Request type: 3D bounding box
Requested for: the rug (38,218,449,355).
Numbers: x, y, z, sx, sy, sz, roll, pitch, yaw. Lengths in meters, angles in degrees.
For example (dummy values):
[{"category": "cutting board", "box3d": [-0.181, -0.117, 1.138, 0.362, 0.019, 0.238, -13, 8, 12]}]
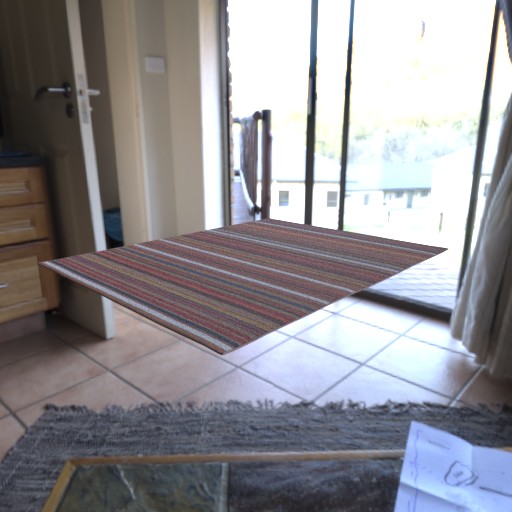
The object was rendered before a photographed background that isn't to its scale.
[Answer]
[{"category": "rug", "box3d": [0.000, 0.000, 4.218, 2.479, 0.023, 3.092, 14, 21, 42]}]
